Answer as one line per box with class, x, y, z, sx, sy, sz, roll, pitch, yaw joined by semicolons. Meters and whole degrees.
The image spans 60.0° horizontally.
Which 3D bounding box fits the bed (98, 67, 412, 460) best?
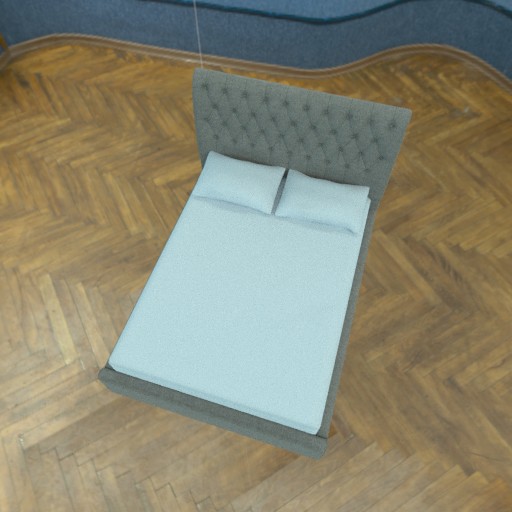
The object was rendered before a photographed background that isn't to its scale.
bed;0.000;0.000;3.293;1.645;1.371;2.252;15;59;9
